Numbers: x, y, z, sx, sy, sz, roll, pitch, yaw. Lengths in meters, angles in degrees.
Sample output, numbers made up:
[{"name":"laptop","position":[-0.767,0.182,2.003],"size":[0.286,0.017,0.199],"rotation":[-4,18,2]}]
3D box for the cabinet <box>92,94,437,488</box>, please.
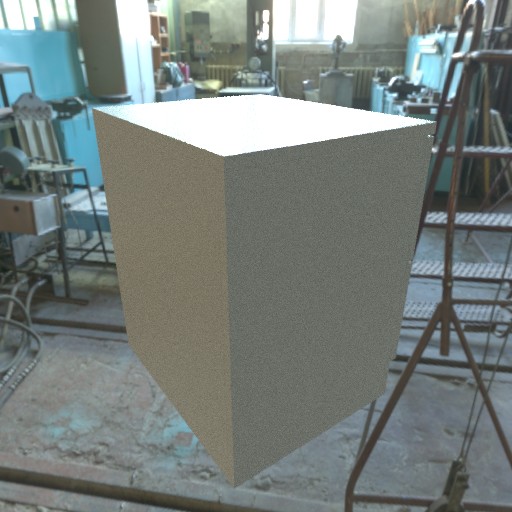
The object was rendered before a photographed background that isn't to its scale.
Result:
[{"name":"cabinet","position":[0.000,0.000,0.760],"size":[0.360,0.470,0.400],"rotation":[-17,31,-31]}]
